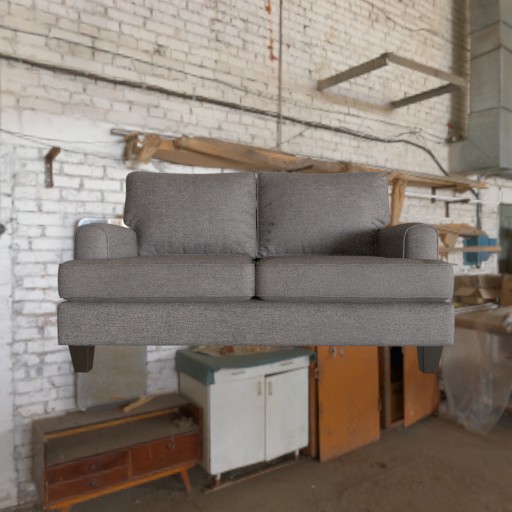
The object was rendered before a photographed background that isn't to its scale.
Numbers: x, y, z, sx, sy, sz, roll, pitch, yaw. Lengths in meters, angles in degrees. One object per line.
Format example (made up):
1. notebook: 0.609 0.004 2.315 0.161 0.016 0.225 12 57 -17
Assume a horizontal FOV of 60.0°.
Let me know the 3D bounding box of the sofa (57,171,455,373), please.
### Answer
1. sofa: 0.000 0.000 2.245 1.651 0.965 0.965 0 1 1
